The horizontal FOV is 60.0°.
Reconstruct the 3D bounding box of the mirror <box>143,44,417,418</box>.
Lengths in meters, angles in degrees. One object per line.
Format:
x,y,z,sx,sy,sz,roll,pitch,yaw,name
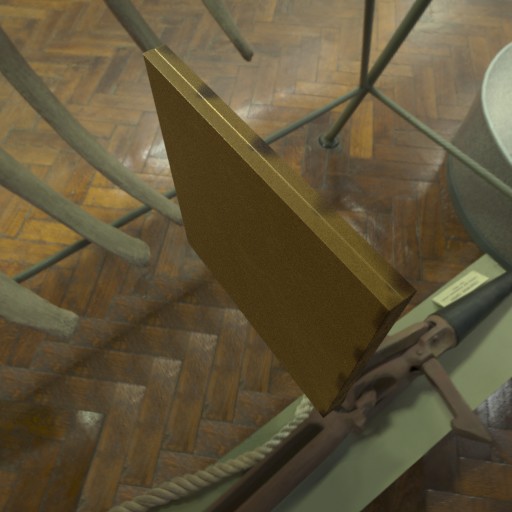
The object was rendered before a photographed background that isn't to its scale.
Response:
0.000,0.000,0.765,0.042,0.507,0.509,-32,64,-18,mirror
